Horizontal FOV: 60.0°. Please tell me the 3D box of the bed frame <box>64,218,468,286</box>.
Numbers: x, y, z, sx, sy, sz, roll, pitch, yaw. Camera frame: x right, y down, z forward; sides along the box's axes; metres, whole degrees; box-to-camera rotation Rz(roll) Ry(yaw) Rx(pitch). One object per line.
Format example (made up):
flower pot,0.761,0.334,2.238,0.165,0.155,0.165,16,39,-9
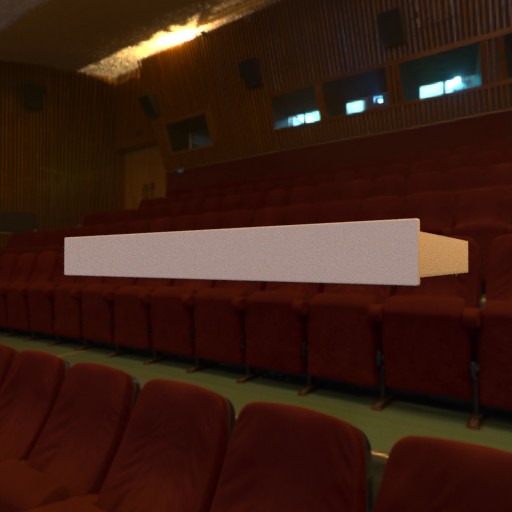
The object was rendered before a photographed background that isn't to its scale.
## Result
bed frame,0.000,0.000,1.574,1.300,0.141,0.670,-1,-1,35
